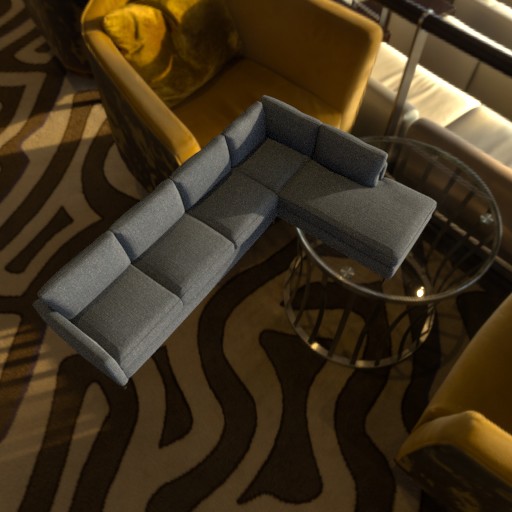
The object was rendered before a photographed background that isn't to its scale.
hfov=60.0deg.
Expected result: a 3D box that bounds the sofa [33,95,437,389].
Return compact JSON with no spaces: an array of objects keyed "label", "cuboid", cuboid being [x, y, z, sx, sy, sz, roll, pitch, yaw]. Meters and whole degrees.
[{"label":"sofa","cuboid":[0.000,0.000,3.750,2.007,0.815,2.949,32,63,19]}]
